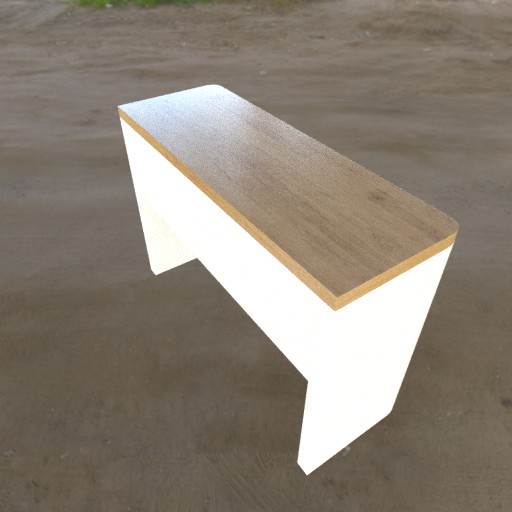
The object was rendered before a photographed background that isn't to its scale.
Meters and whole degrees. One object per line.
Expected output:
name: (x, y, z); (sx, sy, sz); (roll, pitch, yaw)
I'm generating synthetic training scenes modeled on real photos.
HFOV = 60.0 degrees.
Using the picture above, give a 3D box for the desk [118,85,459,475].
desk: (0.000, 0.000, 1.499); (0.390, 0.760, 1.100); (-24, 46, -26)
